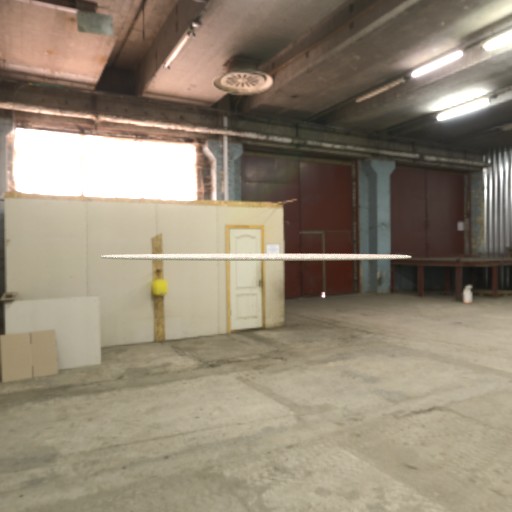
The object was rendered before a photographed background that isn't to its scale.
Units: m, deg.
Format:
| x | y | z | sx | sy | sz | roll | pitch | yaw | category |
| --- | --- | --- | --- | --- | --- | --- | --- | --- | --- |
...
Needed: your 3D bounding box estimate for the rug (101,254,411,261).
| x | y | z | sx | sy | sz | roll | pitch | yaw | category |
| --- | --- | --- | --- | --- | --- | --- | --- | --- | --- |
| 0.000 | 0.000 | 2.407 | 1.593 | 0.012 | 1.593 | 0 | 1 | 0 | rug |
